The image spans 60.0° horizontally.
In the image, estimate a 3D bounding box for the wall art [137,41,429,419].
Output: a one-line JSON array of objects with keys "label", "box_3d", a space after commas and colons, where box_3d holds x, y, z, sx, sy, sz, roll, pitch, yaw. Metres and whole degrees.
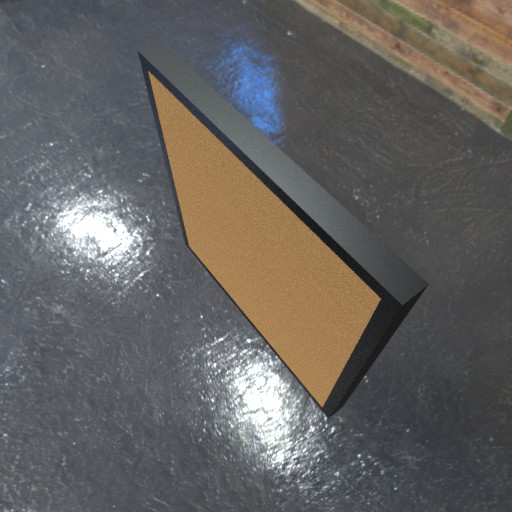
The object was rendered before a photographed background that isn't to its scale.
[{"label": "wall art", "box_3d": [0.000, 0.000, 0.748, 0.038, 0.506, 0.506, -33, 64, -19]}]
